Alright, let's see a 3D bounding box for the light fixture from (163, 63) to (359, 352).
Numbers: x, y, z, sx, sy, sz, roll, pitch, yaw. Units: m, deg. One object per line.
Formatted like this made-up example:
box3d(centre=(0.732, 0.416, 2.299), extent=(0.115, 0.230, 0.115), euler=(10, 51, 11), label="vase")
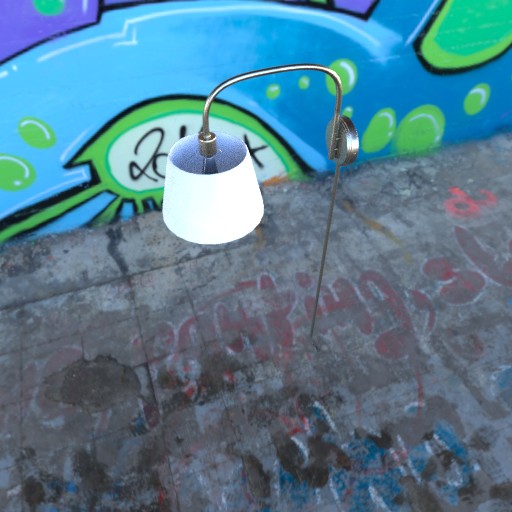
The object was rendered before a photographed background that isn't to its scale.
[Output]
box3d(centre=(0.000, 0.000, 0.474), extent=(0.176, 0.399, 0.092), euler=(-15, 48, -14), label="light fixture")
